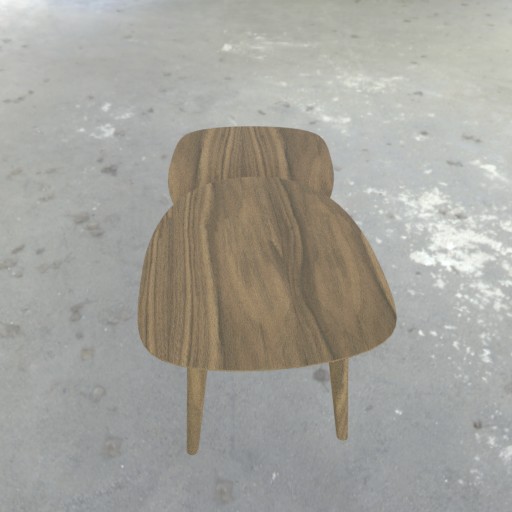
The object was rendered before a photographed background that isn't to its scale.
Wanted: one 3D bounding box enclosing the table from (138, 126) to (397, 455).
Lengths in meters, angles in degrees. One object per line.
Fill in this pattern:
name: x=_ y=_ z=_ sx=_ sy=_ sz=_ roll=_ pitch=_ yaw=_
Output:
table: x=0.000 y=0.000 z=1.321 sx=0.527 sy=0.429 sz=1.084 roll=-2 pitch=41 yaw=-2
